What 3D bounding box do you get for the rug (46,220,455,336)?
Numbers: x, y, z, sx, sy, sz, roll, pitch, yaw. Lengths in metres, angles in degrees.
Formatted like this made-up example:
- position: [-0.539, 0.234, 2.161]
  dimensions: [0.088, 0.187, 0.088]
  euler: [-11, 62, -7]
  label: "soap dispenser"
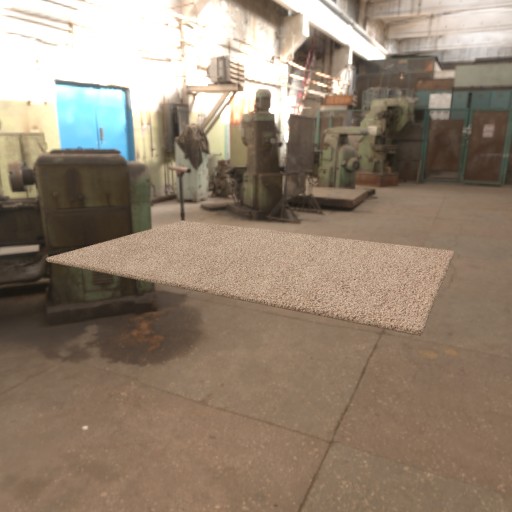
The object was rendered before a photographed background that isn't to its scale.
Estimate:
- position: [0.000, 0.000, 3.103]
  dimensions: [2.438, 0.030, 1.524]
  euler: [8, 18, 27]
  label: "rug"
